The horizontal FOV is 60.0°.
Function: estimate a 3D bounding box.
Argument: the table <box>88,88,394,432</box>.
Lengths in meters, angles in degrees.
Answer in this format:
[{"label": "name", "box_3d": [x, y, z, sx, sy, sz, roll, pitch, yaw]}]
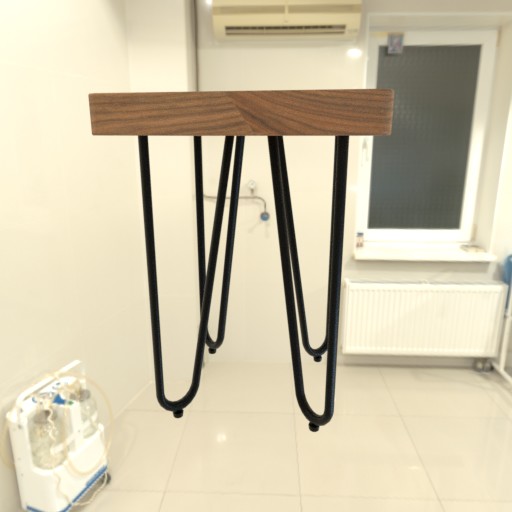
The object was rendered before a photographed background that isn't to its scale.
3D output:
[{"label": "table", "box_3d": [0.000, 0.000, 0.976, 0.480, 0.641, 0.479, 2, 15, 9]}]
